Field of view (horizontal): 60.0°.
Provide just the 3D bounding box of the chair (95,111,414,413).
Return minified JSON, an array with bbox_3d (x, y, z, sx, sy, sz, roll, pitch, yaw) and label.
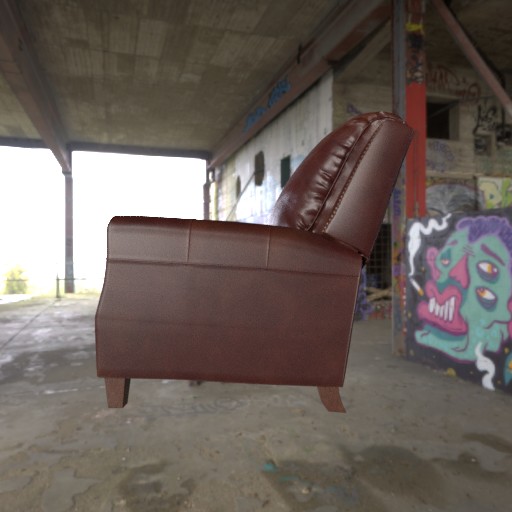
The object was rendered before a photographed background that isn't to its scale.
[{"bbox_3d":[0.000,0.000,1.809,1.089,1.022,0.826,0,0,2],"label":"chair"}]
